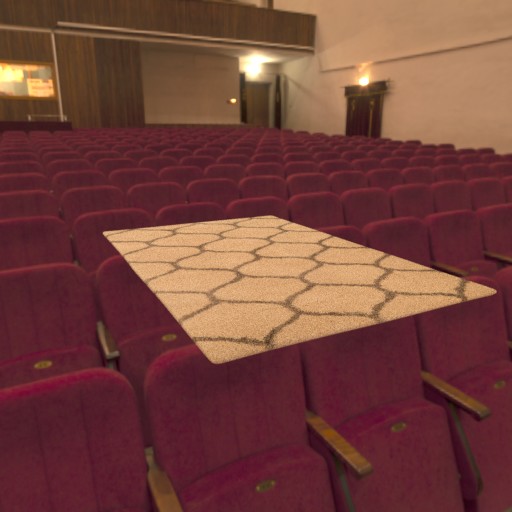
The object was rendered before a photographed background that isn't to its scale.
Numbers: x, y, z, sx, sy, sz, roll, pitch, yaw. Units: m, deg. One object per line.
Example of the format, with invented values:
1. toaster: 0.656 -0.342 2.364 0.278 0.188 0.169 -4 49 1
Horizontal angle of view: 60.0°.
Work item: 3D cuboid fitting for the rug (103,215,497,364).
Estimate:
1. rug: 0.000 0.000 3.347 1.801 0.026 2.701 -8 18 -26
